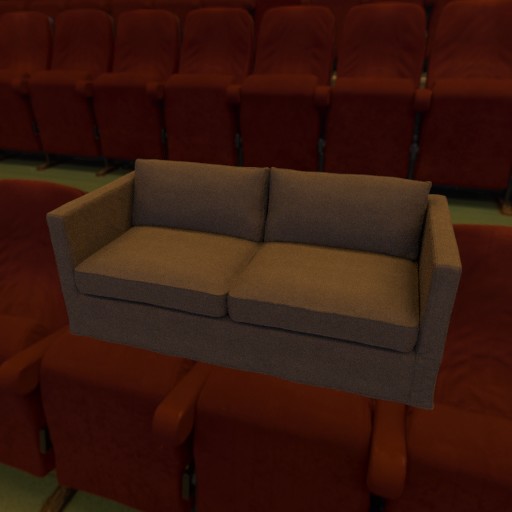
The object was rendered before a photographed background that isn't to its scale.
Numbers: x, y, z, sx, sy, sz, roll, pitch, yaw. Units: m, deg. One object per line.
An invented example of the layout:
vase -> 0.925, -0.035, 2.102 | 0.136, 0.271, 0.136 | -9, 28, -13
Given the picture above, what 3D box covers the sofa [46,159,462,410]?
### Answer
sofa -> 0.000, 0.000, 2.467 | 1.982, 0.855, 0.953 | 8, 27, 15
